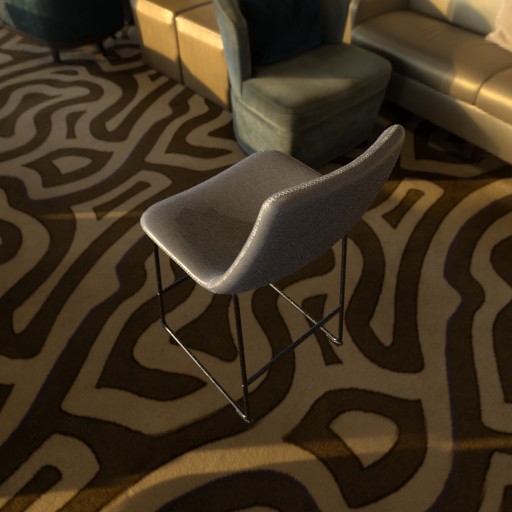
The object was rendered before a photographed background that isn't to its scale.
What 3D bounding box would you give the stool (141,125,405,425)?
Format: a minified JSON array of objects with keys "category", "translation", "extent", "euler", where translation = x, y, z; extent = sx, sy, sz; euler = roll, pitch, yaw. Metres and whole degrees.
[{"category":"stool","translation":[0.000,0.000,1.192],"extent":[0.470,0.876,0.546],"euler":[-33,56,-26]}]
